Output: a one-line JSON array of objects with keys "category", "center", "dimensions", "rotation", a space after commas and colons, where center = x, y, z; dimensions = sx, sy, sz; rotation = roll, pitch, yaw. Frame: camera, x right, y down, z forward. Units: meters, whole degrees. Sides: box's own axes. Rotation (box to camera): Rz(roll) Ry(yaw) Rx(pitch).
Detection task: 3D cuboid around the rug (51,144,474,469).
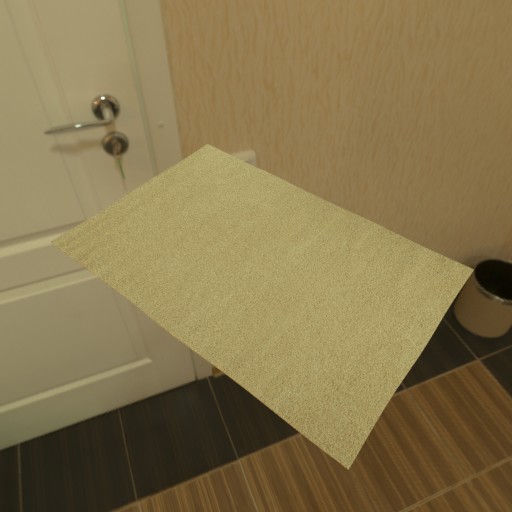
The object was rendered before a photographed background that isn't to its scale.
[{"category": "rug", "center": [0.000, 0.000, 3.394], "dimensions": [2.699, 0.025, 1.800], "rotation": [30, 53, 26]}]
